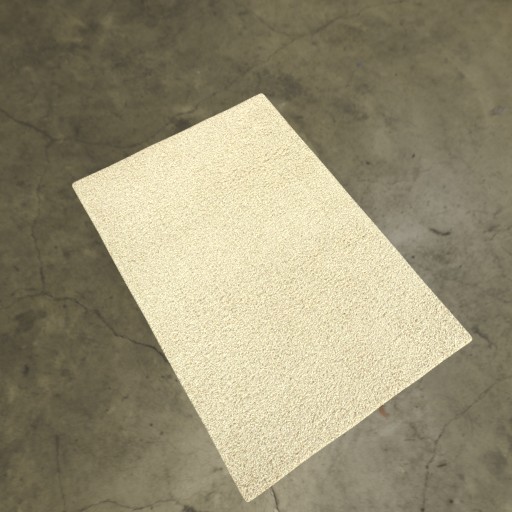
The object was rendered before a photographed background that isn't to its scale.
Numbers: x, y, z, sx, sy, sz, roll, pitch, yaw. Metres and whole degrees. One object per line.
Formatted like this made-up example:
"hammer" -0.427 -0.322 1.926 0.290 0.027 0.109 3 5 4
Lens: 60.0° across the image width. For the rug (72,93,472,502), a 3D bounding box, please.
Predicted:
"rug" 0.000 0.000 2.202 1.219 0.030 1.778 -30 68 -13
